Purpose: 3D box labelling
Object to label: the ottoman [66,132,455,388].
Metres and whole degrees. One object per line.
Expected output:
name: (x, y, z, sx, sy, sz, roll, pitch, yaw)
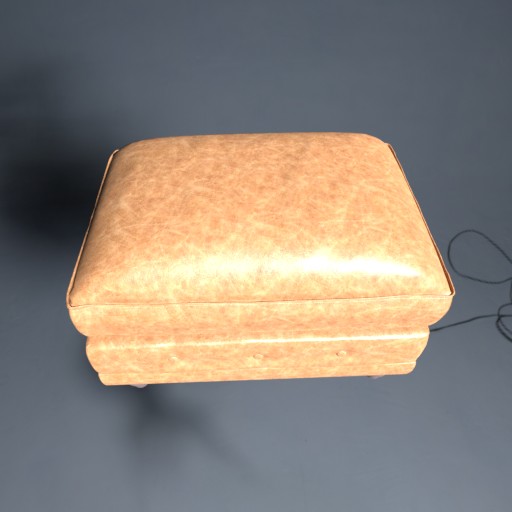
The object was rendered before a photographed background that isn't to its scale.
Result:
ottoman: (0.000, 0.000, 1.072, 0.710, 0.480, 0.533, -2, 47, -2)
